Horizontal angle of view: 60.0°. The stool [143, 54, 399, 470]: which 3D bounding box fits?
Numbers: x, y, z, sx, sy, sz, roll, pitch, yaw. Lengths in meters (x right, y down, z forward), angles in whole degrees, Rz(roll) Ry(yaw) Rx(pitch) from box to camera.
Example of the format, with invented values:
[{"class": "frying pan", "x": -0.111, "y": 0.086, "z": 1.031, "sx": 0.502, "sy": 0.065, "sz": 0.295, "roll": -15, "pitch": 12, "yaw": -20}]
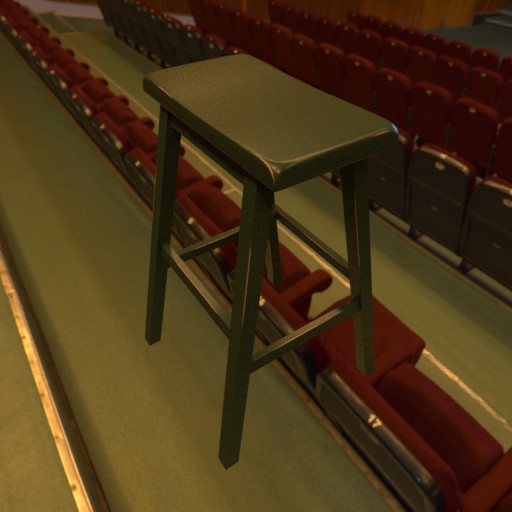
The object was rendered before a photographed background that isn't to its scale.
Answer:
[{"class": "stool", "x": 0.000, "y": 0.000, "z": 1.013, "sx": 0.476, "sy": 0.737, "sz": 0.457, "roll": -24, "pitch": 46, "yaw": -25}]
